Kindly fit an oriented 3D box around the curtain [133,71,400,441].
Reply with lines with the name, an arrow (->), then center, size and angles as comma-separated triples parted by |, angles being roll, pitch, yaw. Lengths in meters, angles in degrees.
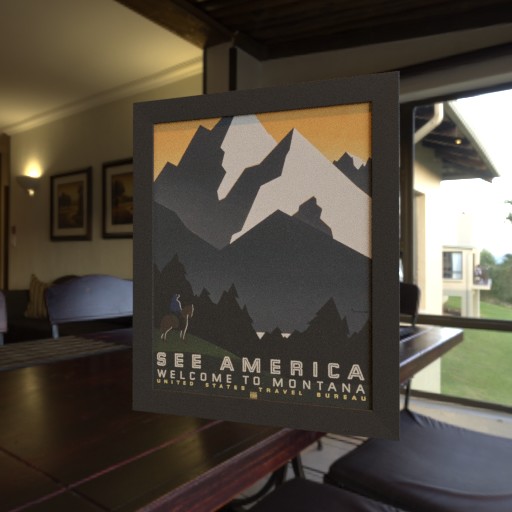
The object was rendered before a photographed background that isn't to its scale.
curtain -> 0.000, 0.000, 0.785 | 0.483, 0.585, 0.027 | 0, 0, 17
